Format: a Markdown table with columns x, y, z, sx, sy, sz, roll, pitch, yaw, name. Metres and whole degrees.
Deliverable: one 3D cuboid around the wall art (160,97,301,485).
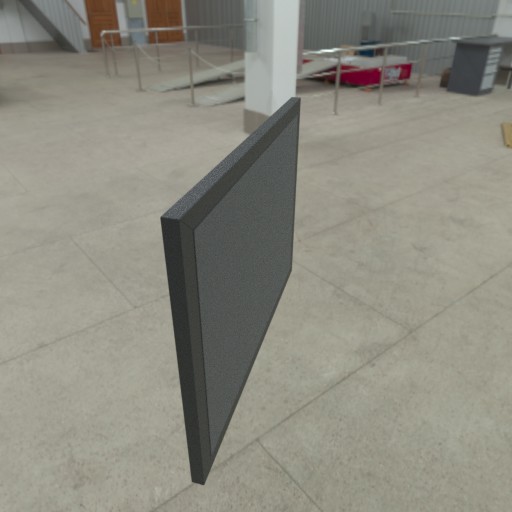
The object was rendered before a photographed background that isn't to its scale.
| x | y | z | sx | sy | sz | roll | pitch | yaw | name |
| --- | --- | --- | --- | --- | --- | --- | --- | --- | --- |
| 0.000 | 0.000 | 0.562 | 0.016 | 0.306 | 0.432 | 8 | 32 | 14 | wall art |
